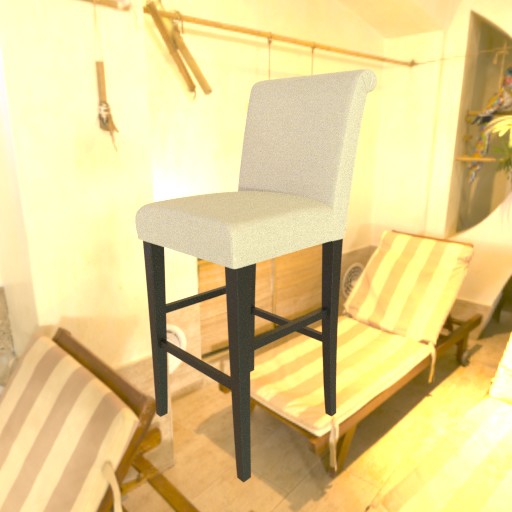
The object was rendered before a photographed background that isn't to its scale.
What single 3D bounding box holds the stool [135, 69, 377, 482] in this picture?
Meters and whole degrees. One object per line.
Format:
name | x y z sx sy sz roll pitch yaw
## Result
stool | 0.000 0.000 1.426 0.597 1.124 0.452 -15 21 -43
